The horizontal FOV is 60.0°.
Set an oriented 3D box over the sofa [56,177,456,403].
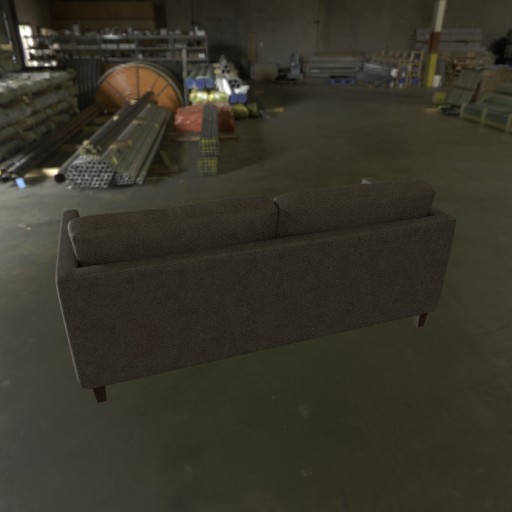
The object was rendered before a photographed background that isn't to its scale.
[{"bbox_3d":[0.000,0.000,2.769,2.208,0.965,0.951,-9,28,-17],"label":"sofa"}]
